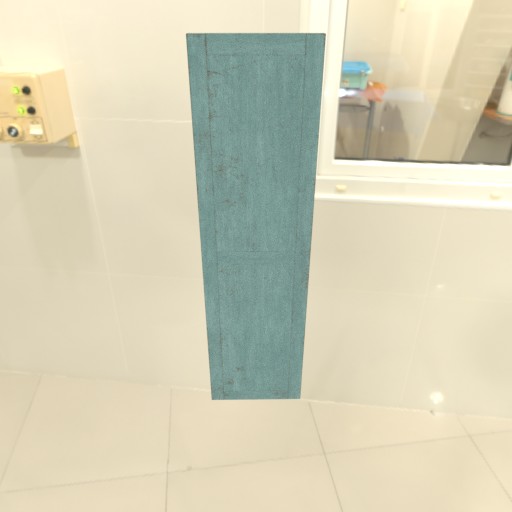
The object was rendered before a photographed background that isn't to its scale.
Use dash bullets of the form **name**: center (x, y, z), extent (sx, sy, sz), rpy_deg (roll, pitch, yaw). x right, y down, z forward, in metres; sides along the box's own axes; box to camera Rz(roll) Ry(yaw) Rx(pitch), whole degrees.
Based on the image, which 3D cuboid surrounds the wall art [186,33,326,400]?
- **wall art**: center (0.000, 0.000, 1.355), extent (0.329, 1.219, 0.025), rpy_deg (0, 30, -1)
